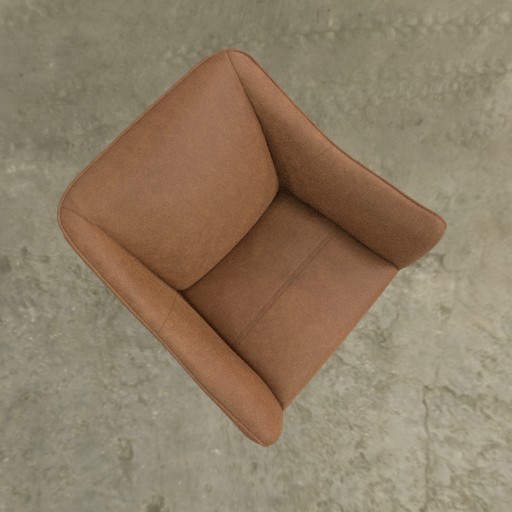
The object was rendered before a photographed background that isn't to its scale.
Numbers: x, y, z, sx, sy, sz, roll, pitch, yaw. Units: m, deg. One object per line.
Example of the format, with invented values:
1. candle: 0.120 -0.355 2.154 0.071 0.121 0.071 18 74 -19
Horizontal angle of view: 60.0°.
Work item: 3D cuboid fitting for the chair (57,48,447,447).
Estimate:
1. chair: 0.000 0.000 1.516 0.852 0.830 0.871 41 79 10
